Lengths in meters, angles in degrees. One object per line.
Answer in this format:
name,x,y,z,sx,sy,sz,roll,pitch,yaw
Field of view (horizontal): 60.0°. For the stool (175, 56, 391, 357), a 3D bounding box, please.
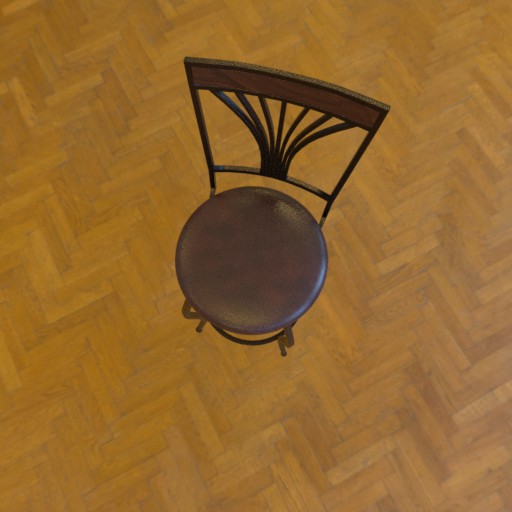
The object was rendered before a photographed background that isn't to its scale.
stool,0.000,0.000,1.381,0.433,1.117,0.514,15,75,4
